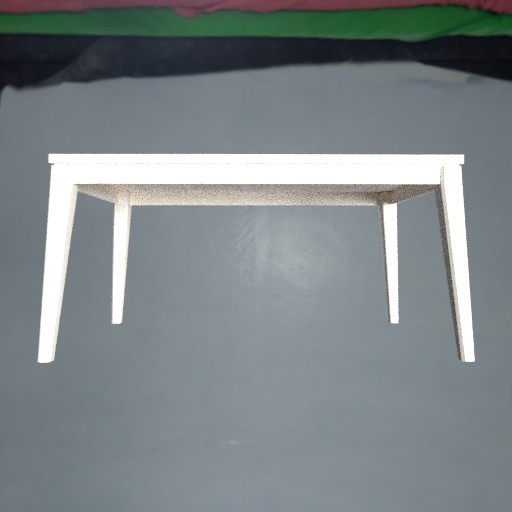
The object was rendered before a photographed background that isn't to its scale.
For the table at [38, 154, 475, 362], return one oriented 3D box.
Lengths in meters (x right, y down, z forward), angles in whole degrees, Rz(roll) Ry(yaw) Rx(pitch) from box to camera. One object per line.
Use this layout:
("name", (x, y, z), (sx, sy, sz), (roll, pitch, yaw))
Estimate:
("table", (0.000, 0.000, 2.057), (1.600, 0.760, 0.900), (0, 1, 0))
